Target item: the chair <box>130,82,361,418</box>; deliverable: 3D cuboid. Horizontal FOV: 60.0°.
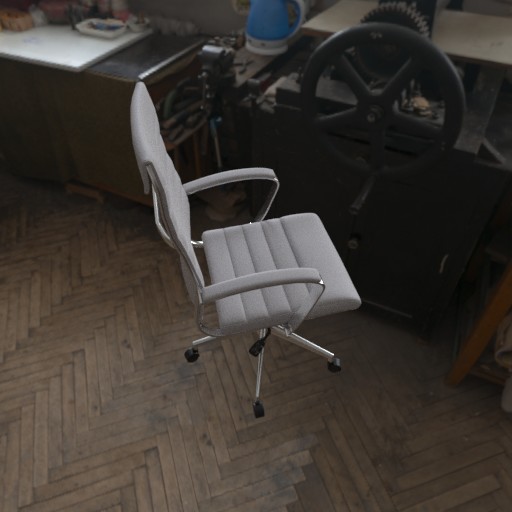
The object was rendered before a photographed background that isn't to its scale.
[{"bbox_3d":[0.000,0.000,1.595,0.667,1.149,0.679,-9,46,-9],"label":"chair"}]
